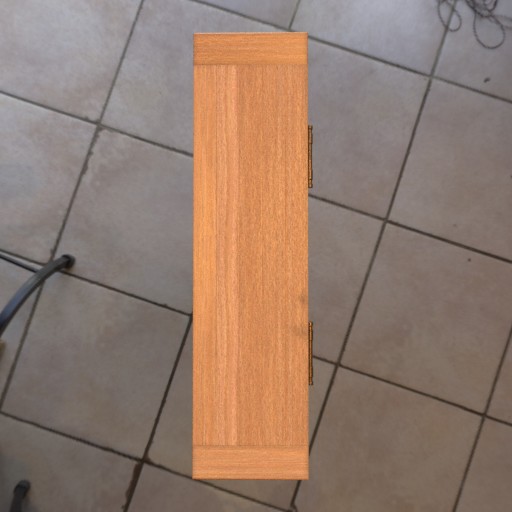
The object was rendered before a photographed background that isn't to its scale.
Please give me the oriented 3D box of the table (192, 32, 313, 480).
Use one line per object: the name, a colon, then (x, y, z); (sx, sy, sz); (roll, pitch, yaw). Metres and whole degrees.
table: (0.000, 0.000, 1.960); (0.442, 0.762, 1.599); (0, 89, 1)
